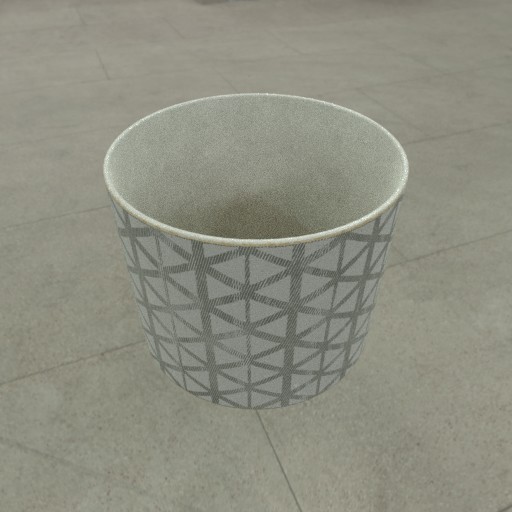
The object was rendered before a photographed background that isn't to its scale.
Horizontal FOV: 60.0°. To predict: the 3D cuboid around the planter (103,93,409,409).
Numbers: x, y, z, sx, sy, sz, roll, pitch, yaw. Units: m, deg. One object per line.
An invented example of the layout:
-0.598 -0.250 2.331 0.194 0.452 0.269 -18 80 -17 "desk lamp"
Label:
0.000 0.000 0.451 0.250 0.239 0.250 0 41 0 "planter"
